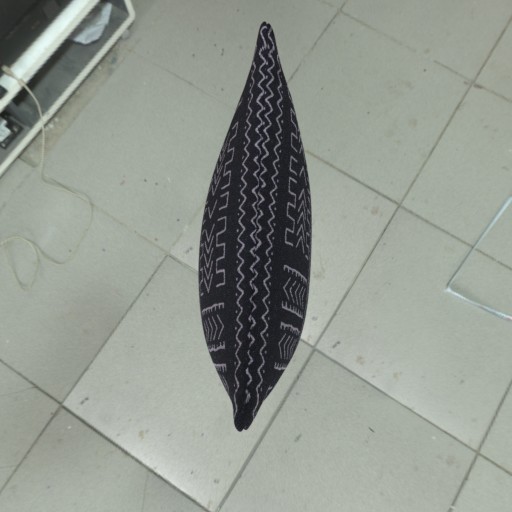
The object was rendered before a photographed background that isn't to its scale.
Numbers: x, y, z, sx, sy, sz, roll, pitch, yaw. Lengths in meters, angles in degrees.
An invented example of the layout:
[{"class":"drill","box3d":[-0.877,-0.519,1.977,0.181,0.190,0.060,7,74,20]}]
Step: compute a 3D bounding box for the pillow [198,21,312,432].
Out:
[{"class":"pillow","box3d":[0.000,0.000,0.646,0.164,0.430,0.438,3,76,1]}]
